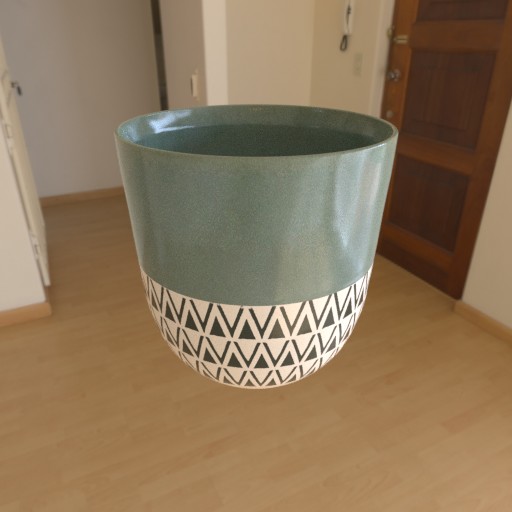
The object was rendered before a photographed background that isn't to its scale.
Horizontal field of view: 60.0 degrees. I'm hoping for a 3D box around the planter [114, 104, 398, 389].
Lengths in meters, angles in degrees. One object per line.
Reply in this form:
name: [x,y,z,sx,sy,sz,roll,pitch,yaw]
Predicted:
planter: [0.000,0.000,0.368,0.198,0.214,0.198,0,27,0]
